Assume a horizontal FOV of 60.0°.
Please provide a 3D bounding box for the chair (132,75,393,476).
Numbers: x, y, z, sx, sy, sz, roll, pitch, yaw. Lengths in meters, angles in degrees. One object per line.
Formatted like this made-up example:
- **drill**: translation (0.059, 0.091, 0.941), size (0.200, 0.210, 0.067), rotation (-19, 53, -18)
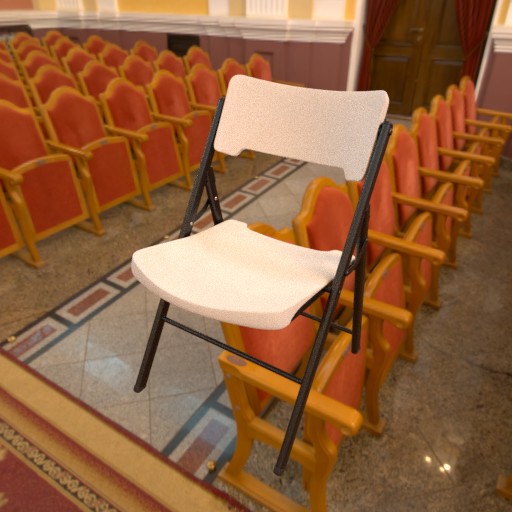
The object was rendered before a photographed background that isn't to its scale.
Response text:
- **chair**: translation (0.000, 0.000, 1.121), size (0.482, 0.765, 0.577), rotation (18, 36, 27)
